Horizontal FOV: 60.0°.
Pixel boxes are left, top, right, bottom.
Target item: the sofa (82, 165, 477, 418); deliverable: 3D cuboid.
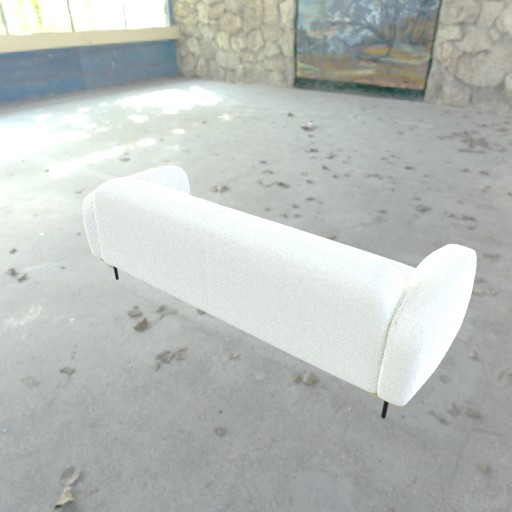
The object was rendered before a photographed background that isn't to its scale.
[{"bbox_3d":[0.000,0.000,2.626,2.280,0.780,0.870,21,36,32],"label":"sofa"}]
